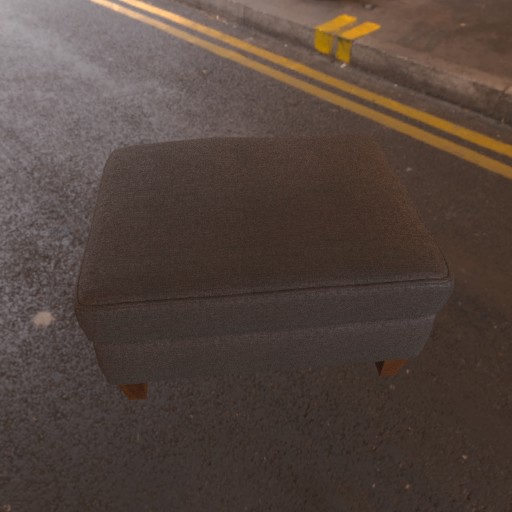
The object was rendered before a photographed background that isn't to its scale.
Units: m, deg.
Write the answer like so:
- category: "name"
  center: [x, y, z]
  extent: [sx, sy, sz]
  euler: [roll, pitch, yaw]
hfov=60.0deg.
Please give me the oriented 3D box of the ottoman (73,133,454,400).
- category: "ottoman"
  center: [0.000, 0.000, 1.261]
  extent: [0.826, 0.496, 0.639]
  euler: [-4, 45, -4]
